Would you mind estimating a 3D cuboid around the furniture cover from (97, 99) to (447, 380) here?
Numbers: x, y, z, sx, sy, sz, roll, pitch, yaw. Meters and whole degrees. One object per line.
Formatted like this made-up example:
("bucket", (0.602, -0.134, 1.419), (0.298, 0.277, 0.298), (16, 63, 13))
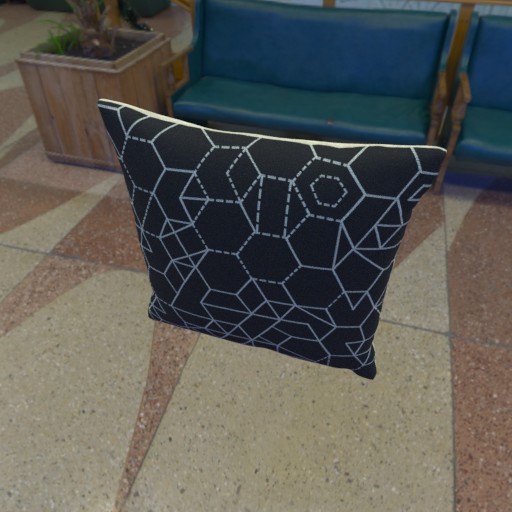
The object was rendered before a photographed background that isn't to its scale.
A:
("furniture cover", (0.000, 0.000, 0.794), (0.517, 0.508, 0.158), (12, 42, 13))
